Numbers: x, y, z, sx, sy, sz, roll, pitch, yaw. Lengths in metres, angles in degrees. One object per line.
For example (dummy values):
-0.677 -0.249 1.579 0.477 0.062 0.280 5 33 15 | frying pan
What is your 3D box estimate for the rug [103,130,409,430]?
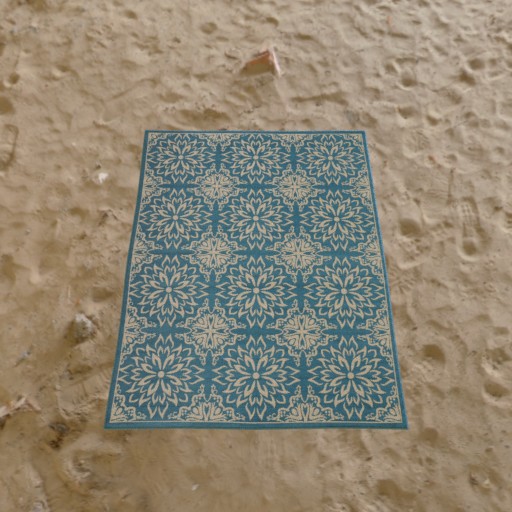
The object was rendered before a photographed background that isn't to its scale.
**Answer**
0.000 0.000 4.046 2.350 0.018 2.964 0 64 0 | rug
